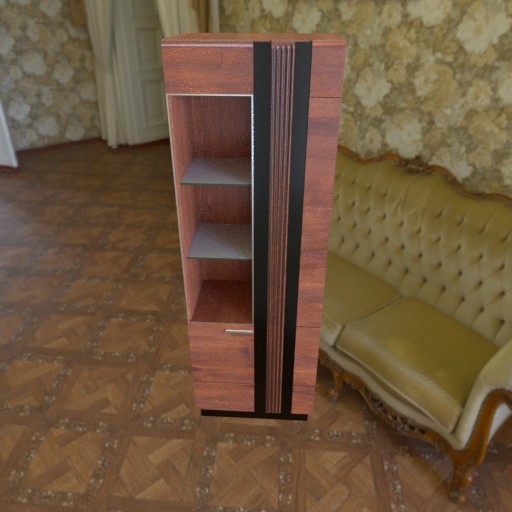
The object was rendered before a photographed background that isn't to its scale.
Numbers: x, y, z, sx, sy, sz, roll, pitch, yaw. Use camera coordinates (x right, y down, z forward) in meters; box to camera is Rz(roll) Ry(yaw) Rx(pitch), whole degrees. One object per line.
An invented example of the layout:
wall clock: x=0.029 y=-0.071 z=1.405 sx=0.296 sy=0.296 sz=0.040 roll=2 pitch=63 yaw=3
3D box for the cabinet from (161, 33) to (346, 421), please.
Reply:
cabinet: x=0.000 y=0.000 z=2.226 sx=0.660 sy=1.980 sz=0.420 roll=2 pitch=30 yaw=3
